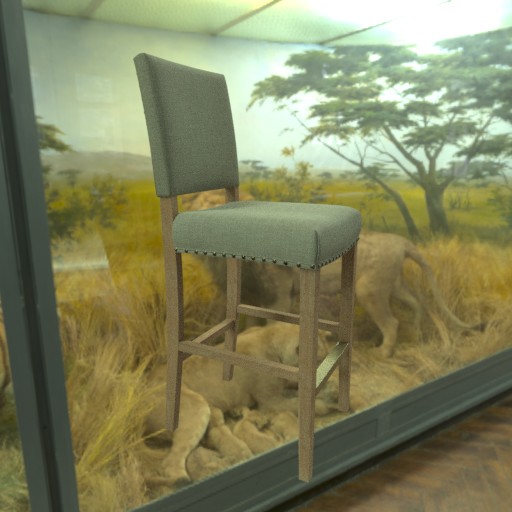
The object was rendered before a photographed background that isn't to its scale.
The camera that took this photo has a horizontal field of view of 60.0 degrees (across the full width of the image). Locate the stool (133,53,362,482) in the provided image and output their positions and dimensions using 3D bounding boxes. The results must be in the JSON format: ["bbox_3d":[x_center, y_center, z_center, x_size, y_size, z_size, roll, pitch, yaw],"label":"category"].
[{"bbox_3d":[0.000,0.000,1.451,0.585,1.203,0.445,7,15,26],"label":"stool"}]
